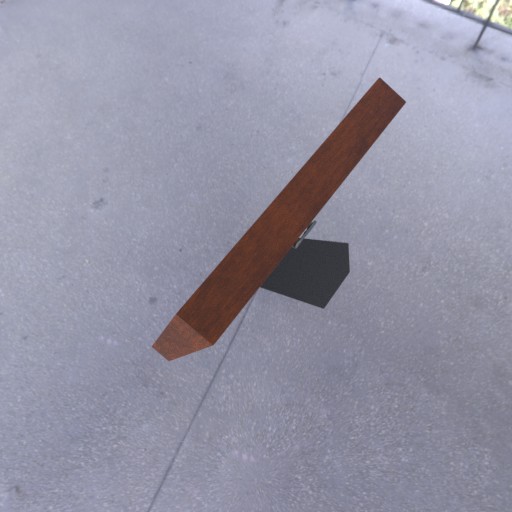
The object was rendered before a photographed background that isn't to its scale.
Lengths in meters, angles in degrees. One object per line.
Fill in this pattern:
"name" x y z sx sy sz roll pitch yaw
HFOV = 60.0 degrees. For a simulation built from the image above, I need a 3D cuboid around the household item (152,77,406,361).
"household item" 0.000 0.000 0.297 0.096 0.204 0.160 33 68 15
